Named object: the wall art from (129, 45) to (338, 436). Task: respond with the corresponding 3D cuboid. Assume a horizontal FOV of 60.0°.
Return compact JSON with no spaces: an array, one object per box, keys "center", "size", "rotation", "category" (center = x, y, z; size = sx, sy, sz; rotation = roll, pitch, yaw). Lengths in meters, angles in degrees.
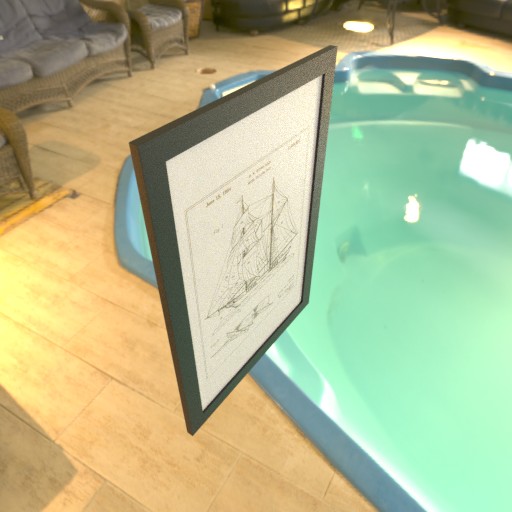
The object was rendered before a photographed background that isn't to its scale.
[{"center":[0.000,0.000,0.695],"size":[0.013,0.534,0.381],"rotation":[25,47,27],"category":"wall art"}]
